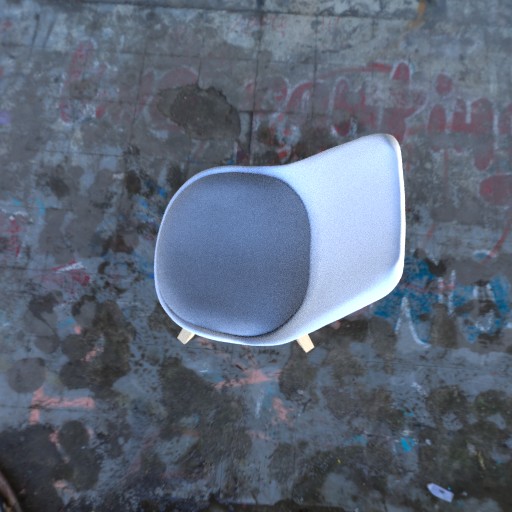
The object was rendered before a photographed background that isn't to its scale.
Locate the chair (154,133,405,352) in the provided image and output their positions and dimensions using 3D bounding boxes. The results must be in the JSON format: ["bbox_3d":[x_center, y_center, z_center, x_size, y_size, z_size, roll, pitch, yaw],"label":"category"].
[{"bbox_3d":[0.000,0.000,1.209,0.550,0.850,0.485,4,75,1],"label":"chair"}]
